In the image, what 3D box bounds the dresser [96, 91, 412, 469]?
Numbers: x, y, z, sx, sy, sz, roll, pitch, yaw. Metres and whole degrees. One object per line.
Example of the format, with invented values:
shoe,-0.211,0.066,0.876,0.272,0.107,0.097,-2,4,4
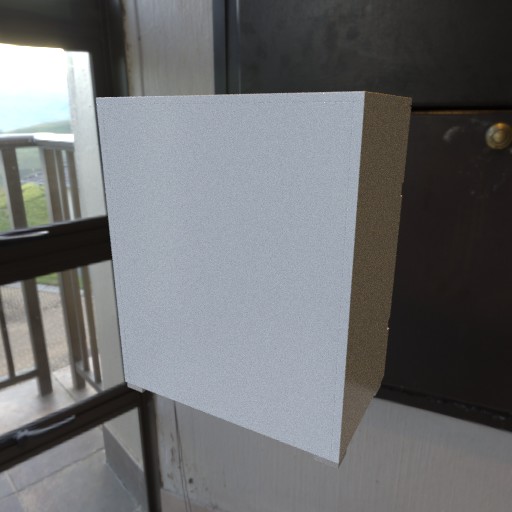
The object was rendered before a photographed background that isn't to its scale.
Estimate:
dresser,0.000,0.000,1.191,0.650,0.800,0.400,10,20,28
